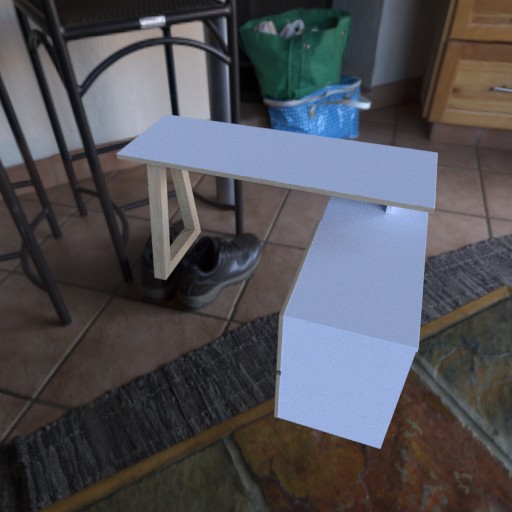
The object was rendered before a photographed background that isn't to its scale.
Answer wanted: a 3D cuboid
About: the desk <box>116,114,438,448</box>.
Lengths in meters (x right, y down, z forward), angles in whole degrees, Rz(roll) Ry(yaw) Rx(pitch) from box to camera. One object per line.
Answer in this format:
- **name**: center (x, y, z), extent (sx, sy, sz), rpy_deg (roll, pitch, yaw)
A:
- **desk**: center (0.000, 0.000, 2.067), extent (1.404, 0.755, 1.098), rpy_deg (12, 41, 14)
